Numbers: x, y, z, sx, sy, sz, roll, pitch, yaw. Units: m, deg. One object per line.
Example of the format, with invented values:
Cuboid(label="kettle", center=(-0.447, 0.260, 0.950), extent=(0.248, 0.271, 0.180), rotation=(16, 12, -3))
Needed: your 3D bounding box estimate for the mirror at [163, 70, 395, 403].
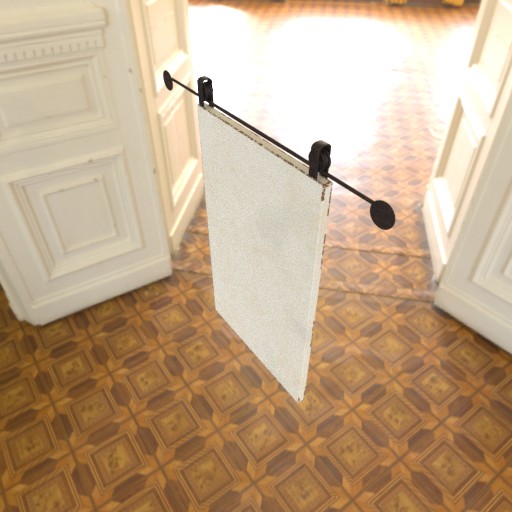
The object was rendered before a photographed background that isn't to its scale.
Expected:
Cuboid(label="mirror", center=(0.000, 0.000, 1.210), extent=(0.037, 0.844, 0.808), rotation=(-26, 47, -26))
